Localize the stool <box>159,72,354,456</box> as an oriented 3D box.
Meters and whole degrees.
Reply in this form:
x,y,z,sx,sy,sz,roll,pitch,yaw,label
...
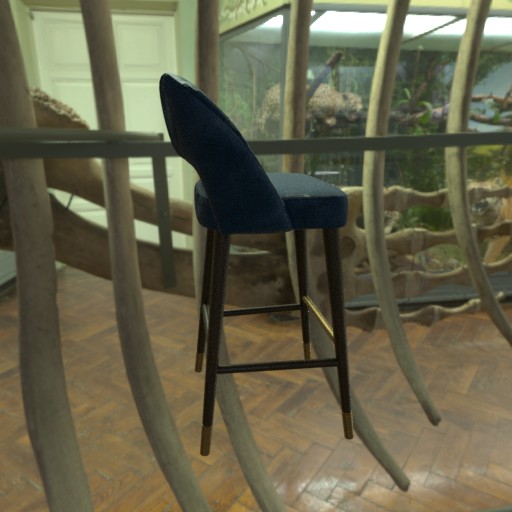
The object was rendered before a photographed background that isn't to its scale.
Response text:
x,y,z,sx,sy,sz,roll,pitch,yaw,label
0.000,0.000,1.340,0.515,1.016,0.514,-3,17,-9,stool
